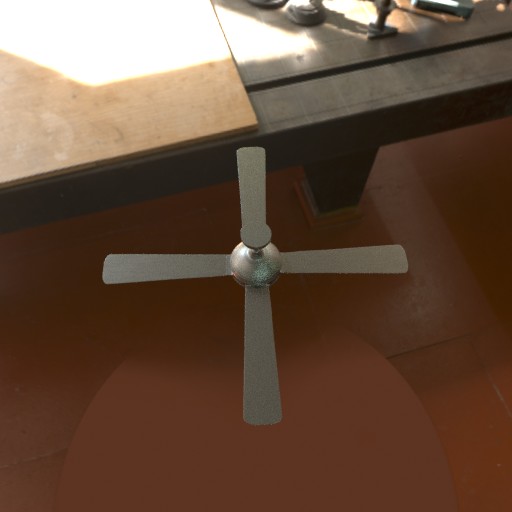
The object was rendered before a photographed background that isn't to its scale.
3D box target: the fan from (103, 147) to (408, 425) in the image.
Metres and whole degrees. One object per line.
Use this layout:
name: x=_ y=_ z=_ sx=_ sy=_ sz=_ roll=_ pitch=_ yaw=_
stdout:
fan: x=0.000 y=0.000 z=1.952 sx=1.321 sy=0.381 sz=1.321 roll=16 pitch=63 yaw=8
